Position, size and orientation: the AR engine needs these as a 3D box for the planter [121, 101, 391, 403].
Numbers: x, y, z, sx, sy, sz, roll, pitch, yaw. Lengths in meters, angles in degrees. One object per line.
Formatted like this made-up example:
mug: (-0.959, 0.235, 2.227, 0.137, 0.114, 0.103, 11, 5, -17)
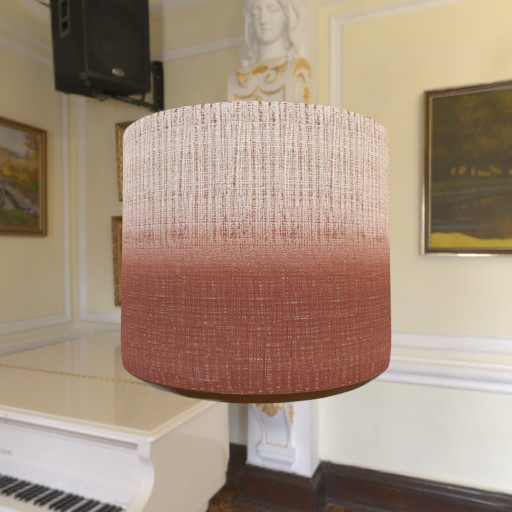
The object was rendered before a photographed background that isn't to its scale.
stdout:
planter: (0.000, 0.000, 0.434, 0.254, 0.221, 0.254, 0, 0, 0)
